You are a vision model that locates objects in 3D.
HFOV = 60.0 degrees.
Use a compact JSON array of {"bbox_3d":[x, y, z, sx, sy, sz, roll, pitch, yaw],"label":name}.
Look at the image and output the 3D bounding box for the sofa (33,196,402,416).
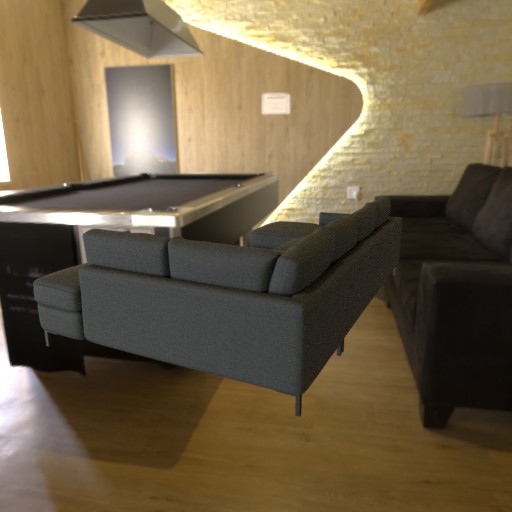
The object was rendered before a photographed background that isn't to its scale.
[{"bbox_3d":[0.000,0.000,3.863,1.984,0.858,2.975,7,16,26],"label":"sofa"}]
